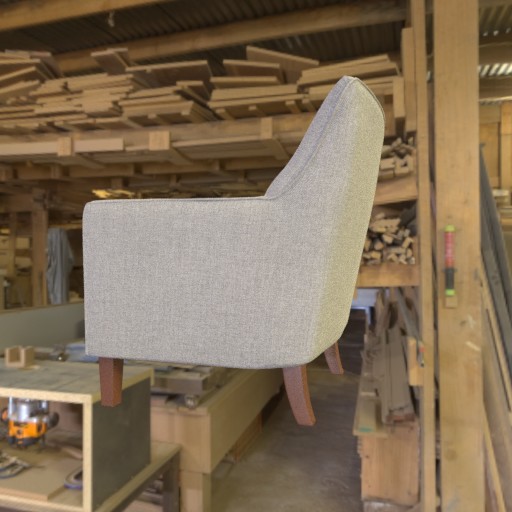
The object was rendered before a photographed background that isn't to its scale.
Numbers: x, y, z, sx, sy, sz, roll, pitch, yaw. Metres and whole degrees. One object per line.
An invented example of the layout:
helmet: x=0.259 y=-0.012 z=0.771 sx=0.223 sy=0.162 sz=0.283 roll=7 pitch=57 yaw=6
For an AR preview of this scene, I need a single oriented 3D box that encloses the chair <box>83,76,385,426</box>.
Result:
chair: x=0.000 y=0.000 z=1.774 sx=0.993 sy=1.047 sz=0.887 roll=0 pitch=0 yaw=19
